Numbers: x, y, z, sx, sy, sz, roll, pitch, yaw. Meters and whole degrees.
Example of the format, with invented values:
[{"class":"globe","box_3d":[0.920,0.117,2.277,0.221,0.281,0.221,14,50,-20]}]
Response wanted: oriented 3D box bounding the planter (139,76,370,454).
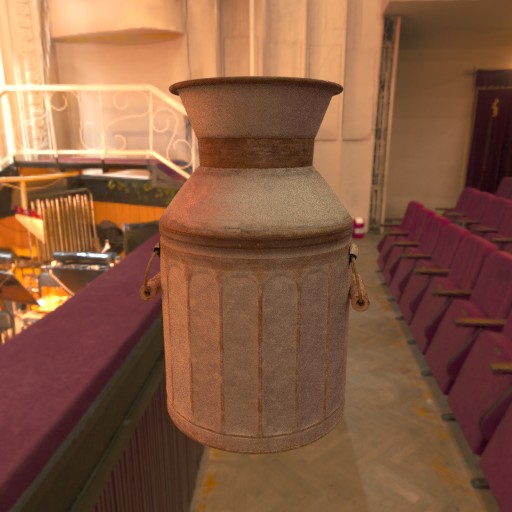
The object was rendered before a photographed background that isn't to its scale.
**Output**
[{"class":"planter","box_3d":[0.000,0.000,0.501,0.248,0.358,0.215,2,15,8]}]
